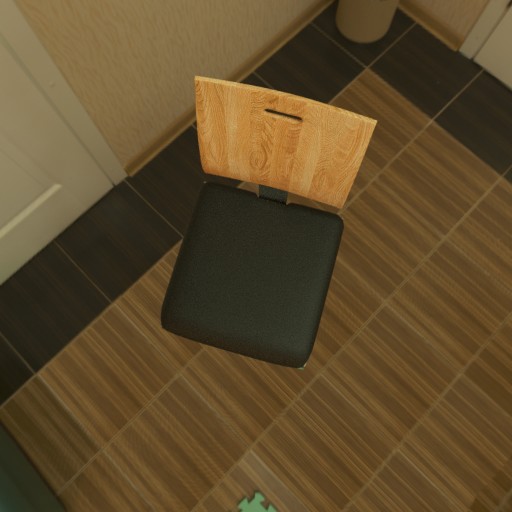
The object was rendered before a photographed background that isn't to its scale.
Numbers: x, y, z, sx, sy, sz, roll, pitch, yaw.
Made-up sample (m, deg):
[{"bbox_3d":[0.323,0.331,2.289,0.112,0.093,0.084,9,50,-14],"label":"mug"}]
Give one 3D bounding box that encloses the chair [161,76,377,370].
[{"bbox_3d":[0.000,0.000,1.289,0.462,0.936,0.560,15,76,4],"label":"chair"}]
